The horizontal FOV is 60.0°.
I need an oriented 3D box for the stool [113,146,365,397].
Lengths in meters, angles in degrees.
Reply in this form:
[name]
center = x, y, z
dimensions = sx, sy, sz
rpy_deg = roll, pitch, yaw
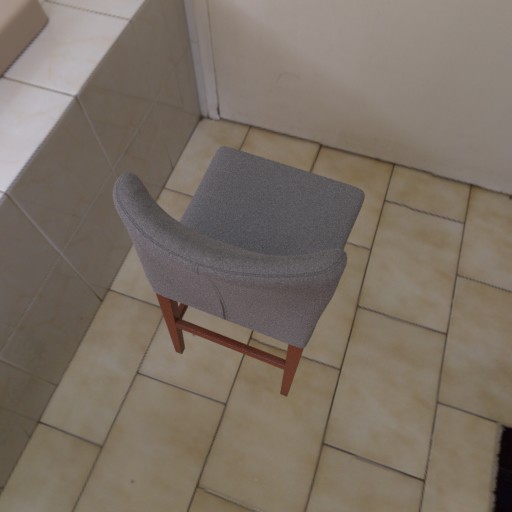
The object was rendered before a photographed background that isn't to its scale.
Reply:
[stool]
center = 0.000, 0.000, 1.293
dimensions = 0.481, 0.968, 0.568
rpy_deg = 19, 65, 10
